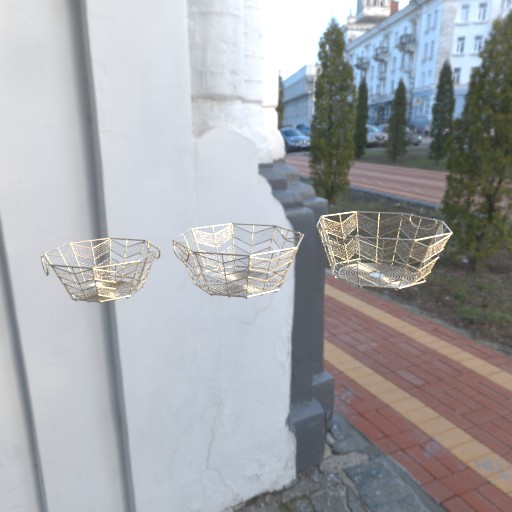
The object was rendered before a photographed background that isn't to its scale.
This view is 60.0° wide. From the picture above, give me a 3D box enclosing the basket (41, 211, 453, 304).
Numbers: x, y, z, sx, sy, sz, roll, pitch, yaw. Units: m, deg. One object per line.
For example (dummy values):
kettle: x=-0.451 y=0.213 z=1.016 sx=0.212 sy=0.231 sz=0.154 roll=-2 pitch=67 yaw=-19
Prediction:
basket: x=0.000 y=0.000 z=1.380 sx=1.246 sy=0.178 sz=0.432 roll=-3 pitch=17 yaw=-9
